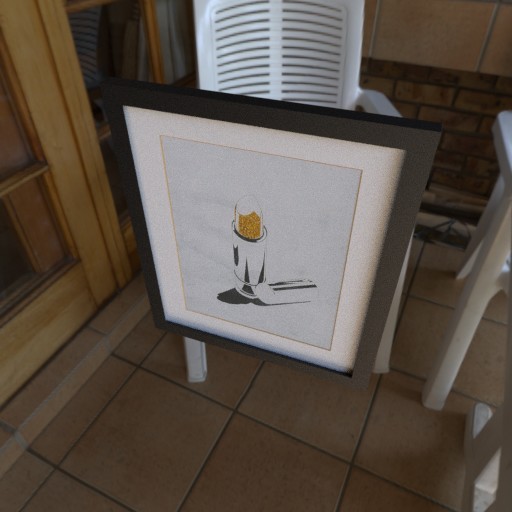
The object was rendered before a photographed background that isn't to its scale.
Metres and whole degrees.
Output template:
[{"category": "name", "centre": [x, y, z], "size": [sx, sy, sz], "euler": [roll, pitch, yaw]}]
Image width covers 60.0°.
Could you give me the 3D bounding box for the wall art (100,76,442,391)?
[{"category": "wall art", "centre": [0.000, 0.000, 0.537], "size": [0.330, 0.381, 0.019], "euler": [13, 43, 15]}]
